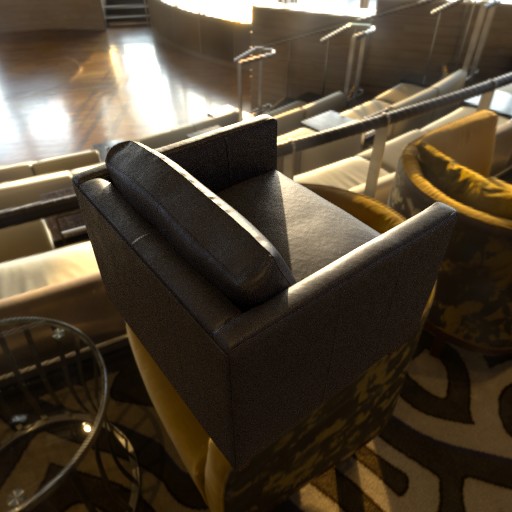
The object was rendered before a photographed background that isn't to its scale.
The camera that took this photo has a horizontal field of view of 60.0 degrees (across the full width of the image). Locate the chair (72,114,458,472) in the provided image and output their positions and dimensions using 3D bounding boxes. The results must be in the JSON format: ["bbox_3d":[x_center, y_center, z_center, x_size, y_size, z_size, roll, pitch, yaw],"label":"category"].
[{"bbox_3d":[0.000,0.000,1.568,0.862,0.811,0.939,-27,47,-28],"label":"chair"}]
